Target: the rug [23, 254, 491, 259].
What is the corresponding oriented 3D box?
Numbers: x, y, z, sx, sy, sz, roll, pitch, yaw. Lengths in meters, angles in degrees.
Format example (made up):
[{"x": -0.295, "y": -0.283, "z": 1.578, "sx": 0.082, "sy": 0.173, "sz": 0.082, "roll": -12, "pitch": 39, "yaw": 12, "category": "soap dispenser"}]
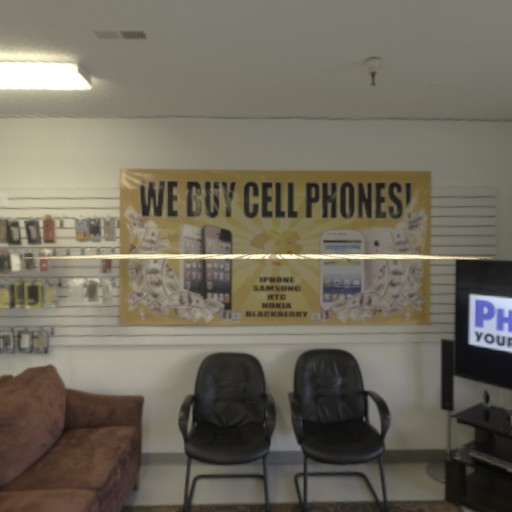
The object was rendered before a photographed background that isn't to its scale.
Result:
[{"x": 0.000, "y": 0.000, "z": 2.558, "sx": 2.096, "sy": 0.011, "sz": 1.229, "roll": 0, "pitch": 1, "yaw": 2, "category": "rug"}]
